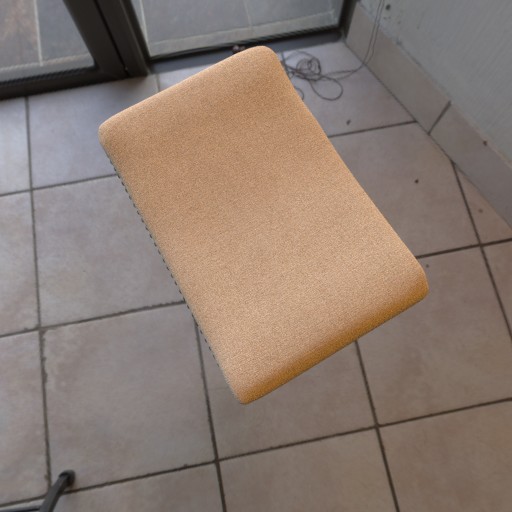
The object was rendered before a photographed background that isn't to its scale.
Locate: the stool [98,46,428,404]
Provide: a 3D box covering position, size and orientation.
[{"bbox_3d":[0.000,0.000,0.976,0.363,0.669,0.509,-29,77,-7],"label":"stool"}]
